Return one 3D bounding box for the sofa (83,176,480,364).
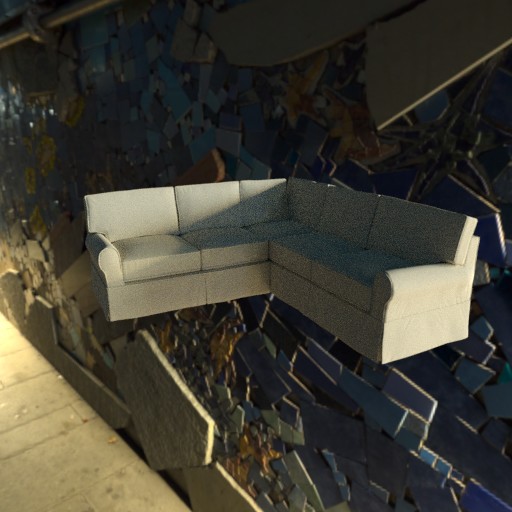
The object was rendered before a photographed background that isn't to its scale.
[{"bbox_3d":[0.000,0.000,3.968,2.591,1.070,2.597,-9,19,-26],"label":"sofa"}]
